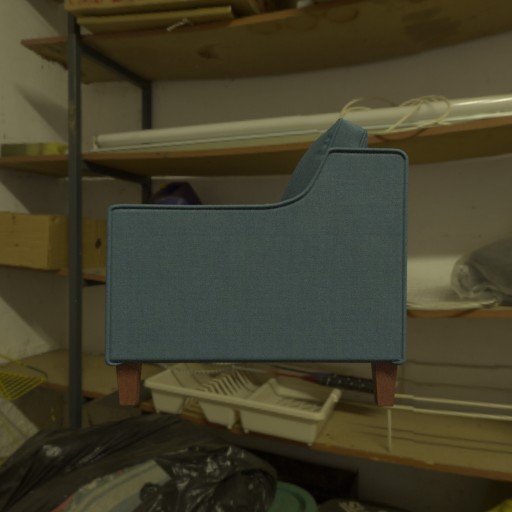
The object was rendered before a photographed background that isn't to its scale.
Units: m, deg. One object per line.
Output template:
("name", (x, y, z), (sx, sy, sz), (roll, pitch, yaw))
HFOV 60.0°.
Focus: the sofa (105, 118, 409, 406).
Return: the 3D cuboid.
("sofa", (0.000, 0.000, 2.157), (0.987, 0.971, 1.501), (0, 1, 1))
